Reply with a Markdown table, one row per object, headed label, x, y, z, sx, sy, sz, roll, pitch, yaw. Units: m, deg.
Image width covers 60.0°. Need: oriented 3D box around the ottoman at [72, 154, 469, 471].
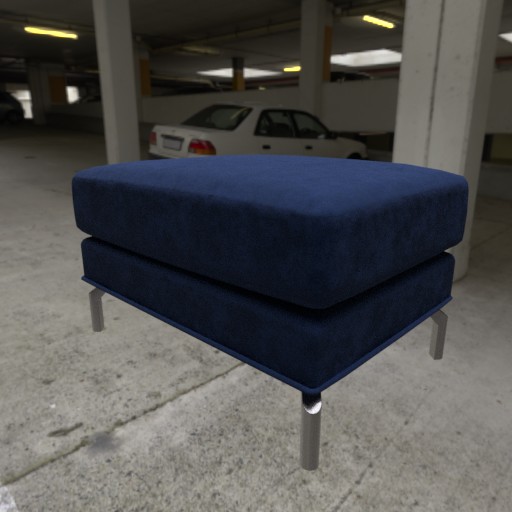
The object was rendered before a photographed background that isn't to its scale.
| label | x | y | z | sx | sy | sz | roll | pitch | yaw |
| --- | --- | --- | --- | --- | --- | --- | --- | --- | --- |
| ottoman | 0.000 | 0.000 | 1.151 | 0.835 | 0.498 | 0.587 | 15 | 22 | 42 |
